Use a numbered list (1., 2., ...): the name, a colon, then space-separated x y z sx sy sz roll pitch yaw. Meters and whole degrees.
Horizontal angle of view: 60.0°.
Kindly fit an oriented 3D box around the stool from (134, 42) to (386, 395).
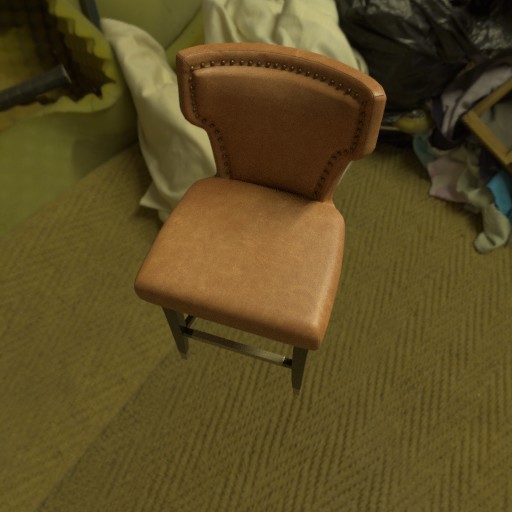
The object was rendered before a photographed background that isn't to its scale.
1. stool: 0.000 0.000 1.387 0.526 1.092 0.563 15 58 10
